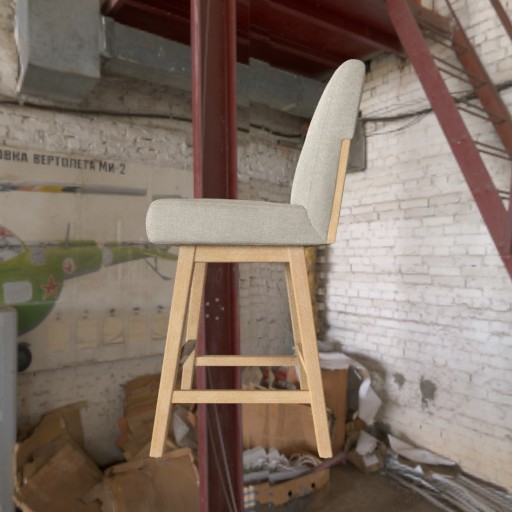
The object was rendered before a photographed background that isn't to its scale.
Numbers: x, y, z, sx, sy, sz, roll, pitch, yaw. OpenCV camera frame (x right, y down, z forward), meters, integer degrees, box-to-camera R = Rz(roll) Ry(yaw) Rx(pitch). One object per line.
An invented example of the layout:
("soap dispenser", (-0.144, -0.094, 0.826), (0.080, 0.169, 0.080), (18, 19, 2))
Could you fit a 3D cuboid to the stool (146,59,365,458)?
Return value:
("stool", (0.000, 0.000, 1.425), (0.606, 1.085, 0.507), (0, 0, 0))
